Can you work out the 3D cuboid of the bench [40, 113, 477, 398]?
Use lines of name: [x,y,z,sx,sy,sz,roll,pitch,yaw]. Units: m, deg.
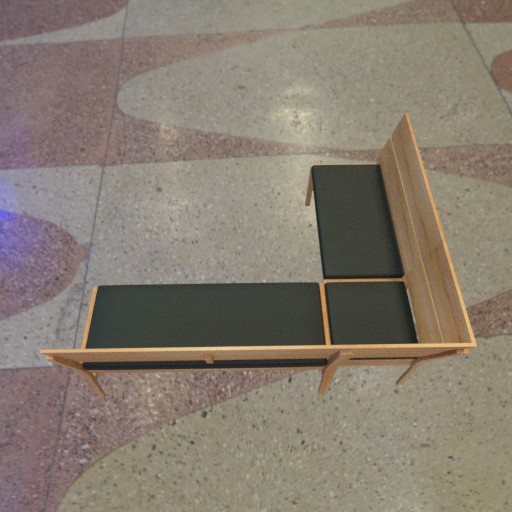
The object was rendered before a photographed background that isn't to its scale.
bench: [0.000,0.000,2.756,1.948,0.890,1.548,-1,58,0]
